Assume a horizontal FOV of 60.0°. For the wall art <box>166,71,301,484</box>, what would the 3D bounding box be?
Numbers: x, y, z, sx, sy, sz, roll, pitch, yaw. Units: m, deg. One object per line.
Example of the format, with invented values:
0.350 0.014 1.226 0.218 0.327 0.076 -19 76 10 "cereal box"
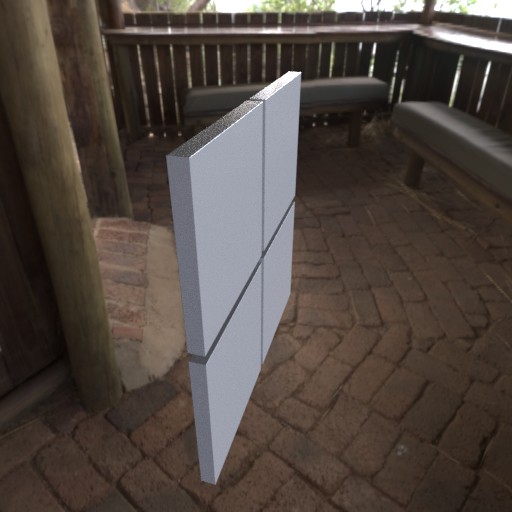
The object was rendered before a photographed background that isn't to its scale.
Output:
0.000 0.000 0.901 0.029 0.611 0.611 9 32 14 "wall art"
